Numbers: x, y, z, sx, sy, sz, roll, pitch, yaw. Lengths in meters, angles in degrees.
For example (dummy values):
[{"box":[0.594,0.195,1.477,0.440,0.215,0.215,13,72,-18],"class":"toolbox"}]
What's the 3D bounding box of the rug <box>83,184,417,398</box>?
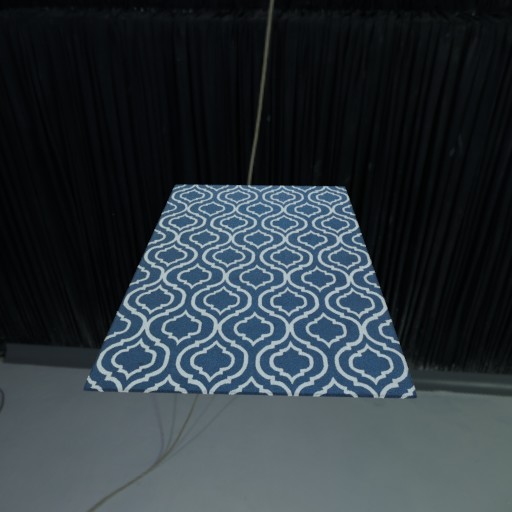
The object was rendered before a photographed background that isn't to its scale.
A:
[{"box":[0.000,0.000,2.247,1.143,0.010,1.753,1,33,1],"class":"rug"}]
